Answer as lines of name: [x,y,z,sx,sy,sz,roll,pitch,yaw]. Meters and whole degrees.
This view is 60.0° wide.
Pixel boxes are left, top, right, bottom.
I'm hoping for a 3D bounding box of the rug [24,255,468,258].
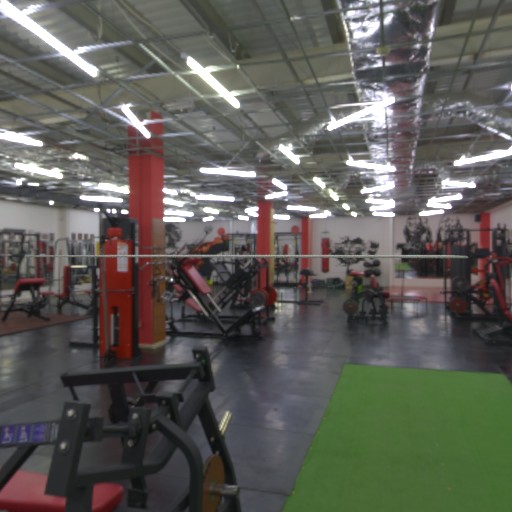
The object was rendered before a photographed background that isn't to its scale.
rug: [0.000,0.000,2.981,2.430,0.010,1.515,0,0,20]
